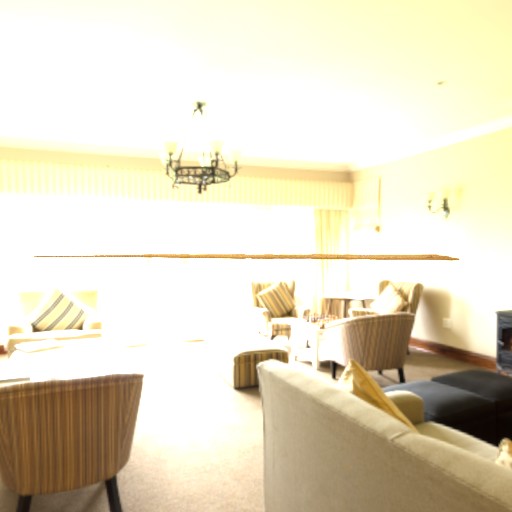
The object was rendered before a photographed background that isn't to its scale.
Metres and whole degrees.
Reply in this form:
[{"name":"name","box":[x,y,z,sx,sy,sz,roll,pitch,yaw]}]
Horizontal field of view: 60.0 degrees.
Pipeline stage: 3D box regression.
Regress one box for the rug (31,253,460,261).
[{"name":"rug","box":[0.000,0.000,3.081,2.444,0.023,1.531,0,1,19]}]
